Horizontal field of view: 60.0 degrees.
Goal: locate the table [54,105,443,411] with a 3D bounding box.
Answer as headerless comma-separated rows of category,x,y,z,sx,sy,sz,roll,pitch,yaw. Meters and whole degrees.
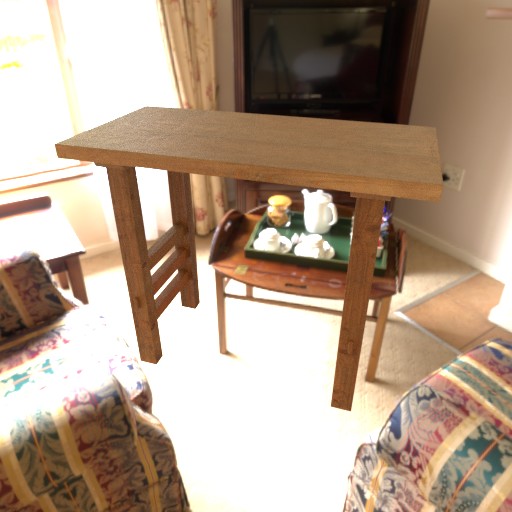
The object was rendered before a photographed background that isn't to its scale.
table,0.000,0.000,1.671,1.119,0.914,0.556,9,32,15
